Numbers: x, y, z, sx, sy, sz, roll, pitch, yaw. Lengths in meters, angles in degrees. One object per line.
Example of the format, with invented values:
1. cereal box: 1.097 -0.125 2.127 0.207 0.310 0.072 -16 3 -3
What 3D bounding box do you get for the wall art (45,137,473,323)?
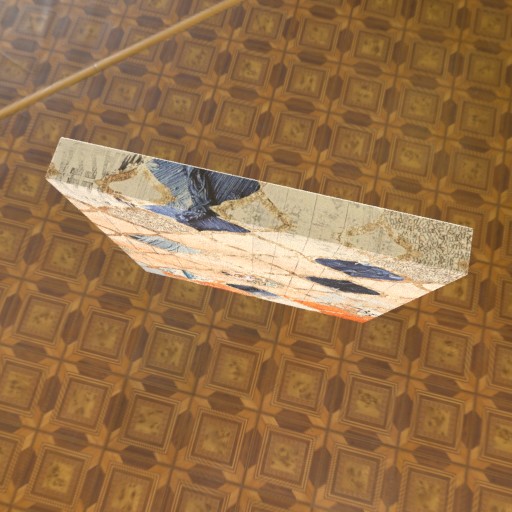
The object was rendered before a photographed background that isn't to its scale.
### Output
1. wall art: 0.000 0.000 0.458 0.303 0.304 0.036 13 76 3
